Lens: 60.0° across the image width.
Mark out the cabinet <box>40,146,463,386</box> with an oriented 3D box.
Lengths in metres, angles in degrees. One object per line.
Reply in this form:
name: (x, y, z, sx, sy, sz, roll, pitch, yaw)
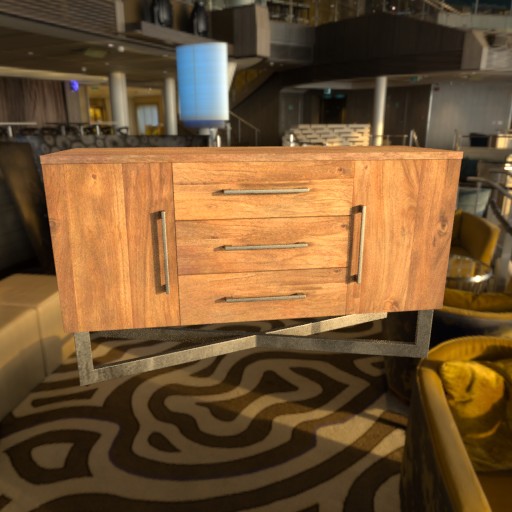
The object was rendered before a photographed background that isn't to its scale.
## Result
cabinet: (0.000, 0.000, 1.742, 1.373, 0.812, 0.480, -2, 17, -8)
